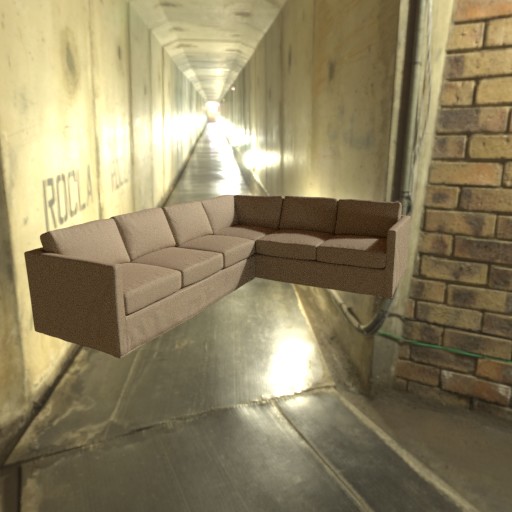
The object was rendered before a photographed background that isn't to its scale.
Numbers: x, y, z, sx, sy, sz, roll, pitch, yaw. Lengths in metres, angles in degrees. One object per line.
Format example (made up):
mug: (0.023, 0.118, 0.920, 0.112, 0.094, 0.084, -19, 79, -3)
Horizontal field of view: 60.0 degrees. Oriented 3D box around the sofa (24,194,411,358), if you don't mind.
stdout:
sofa: (0.000, 0.000, 4.313, 2.432, 0.871, 3.182, 7, 16, 26)
